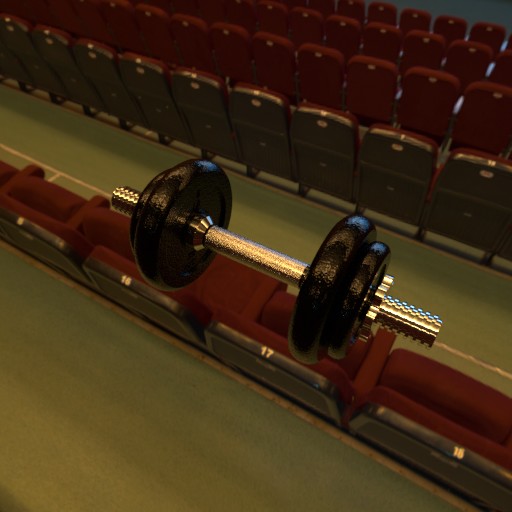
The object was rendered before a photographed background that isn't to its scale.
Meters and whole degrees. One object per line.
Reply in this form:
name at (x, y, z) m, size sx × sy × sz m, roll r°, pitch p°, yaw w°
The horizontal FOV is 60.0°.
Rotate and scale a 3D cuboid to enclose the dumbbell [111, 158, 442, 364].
dumbbell at (0.000, 0.000, 0.611) m, size 0.497 × 0.202 × 0.202 m, roll 23°, pitch 51°, yaw 21°
